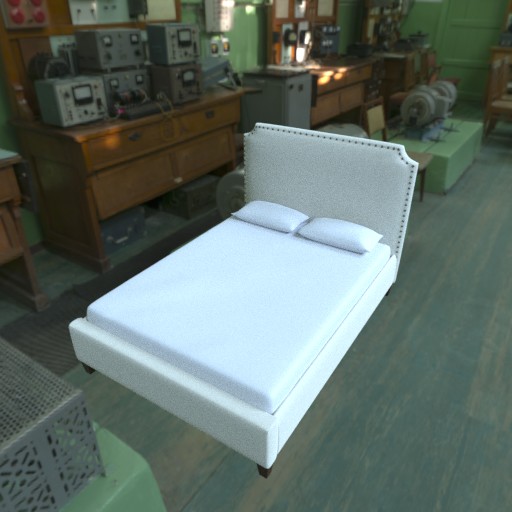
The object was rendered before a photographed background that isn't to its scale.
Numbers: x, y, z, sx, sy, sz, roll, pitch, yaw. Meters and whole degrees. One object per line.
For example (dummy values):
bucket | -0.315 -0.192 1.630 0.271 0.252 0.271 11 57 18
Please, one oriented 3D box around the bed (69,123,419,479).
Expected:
bed | 0.000 0.000 3.496 1.712 1.443 2.372 18 35 28
